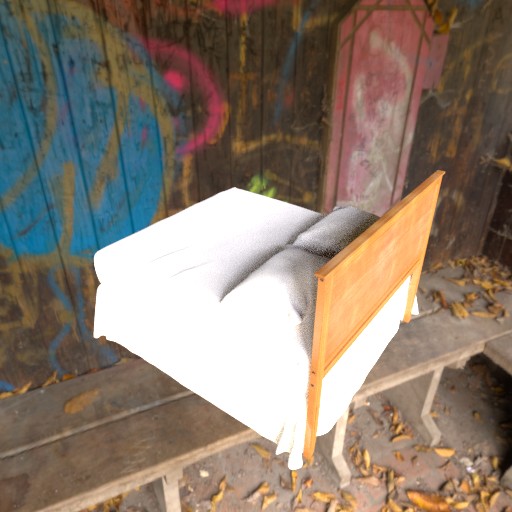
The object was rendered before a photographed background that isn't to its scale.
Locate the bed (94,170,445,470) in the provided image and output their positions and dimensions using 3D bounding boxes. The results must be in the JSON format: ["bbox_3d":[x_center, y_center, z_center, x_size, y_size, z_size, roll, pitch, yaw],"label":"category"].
[{"bbox_3d":[0.000,0.000,3.296,2.035,1.273,1.870,21,36,31],"label":"bed"}]
